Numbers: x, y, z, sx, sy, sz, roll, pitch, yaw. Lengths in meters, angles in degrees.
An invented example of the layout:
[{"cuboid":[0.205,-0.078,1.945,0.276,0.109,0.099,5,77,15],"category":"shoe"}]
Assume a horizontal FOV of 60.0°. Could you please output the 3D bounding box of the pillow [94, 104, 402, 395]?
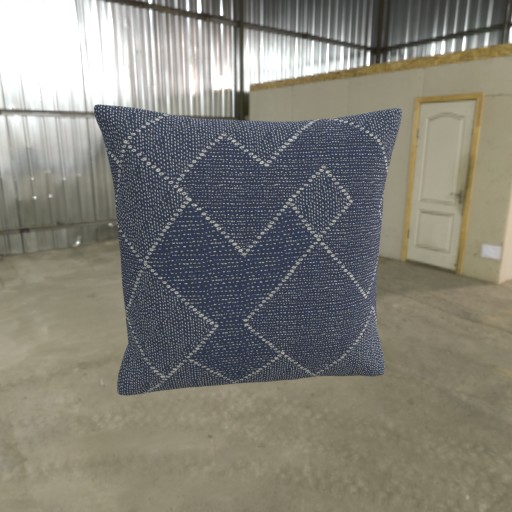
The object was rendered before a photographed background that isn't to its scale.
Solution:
[{"cuboid":[0.000,0.000,0.666,0.435,0.428,0.148,-2,16,-8],"category":"pillow"}]
